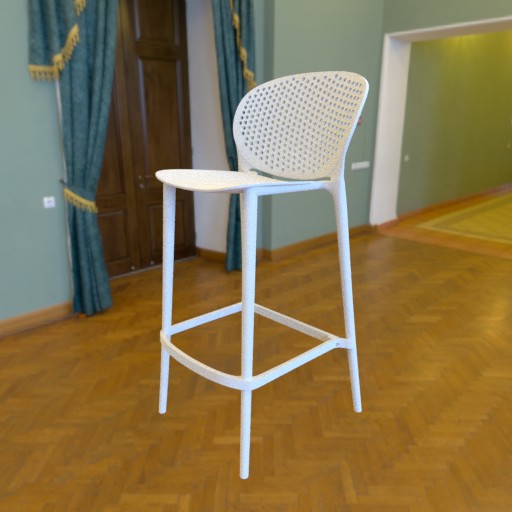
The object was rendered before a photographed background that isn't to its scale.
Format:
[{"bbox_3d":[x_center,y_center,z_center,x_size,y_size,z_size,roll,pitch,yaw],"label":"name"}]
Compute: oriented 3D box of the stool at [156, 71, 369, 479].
[{"bbox_3d":[0.000,0.000,1.318,0.536,1.045,0.535,17,24,42],"label":"stool"}]
